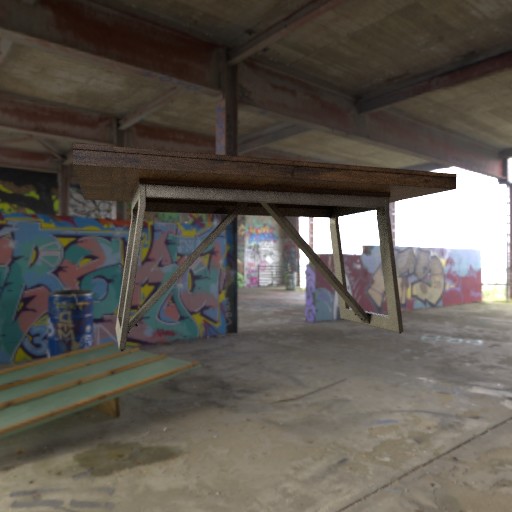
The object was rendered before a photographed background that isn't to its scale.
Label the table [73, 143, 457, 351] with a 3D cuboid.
[{"bbox_3d":[0.000,0.000,2.214,1.641,0.757,0.931,0,-1,-19],"label":"table"}]
